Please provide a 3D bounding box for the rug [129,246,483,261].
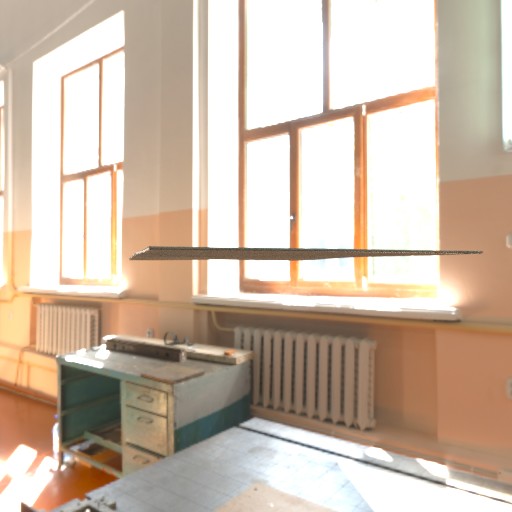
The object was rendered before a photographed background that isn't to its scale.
[{"bbox_3d":[0.000,0.000,3.008,1.593,0.029,2.305,0,-2,-18],"label":"rug"}]
